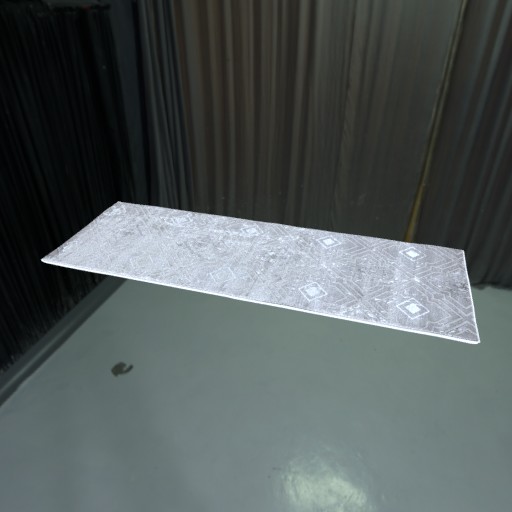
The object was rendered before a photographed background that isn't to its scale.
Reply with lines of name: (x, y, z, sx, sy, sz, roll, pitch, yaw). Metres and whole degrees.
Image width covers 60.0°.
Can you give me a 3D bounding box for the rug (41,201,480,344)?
rug: (0.000, 0.000, 2.644, 2.381, 0.035, 0.832, 9, 34, 14)
